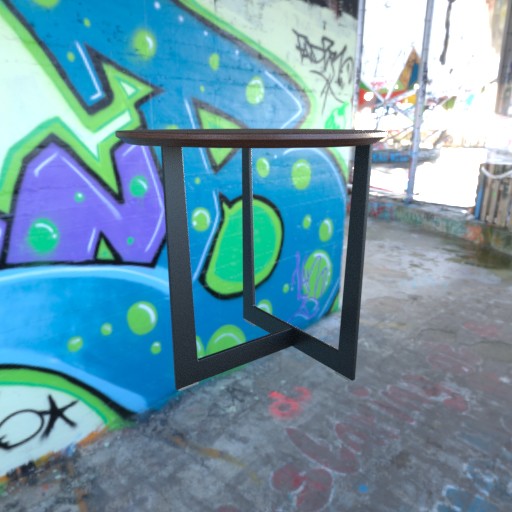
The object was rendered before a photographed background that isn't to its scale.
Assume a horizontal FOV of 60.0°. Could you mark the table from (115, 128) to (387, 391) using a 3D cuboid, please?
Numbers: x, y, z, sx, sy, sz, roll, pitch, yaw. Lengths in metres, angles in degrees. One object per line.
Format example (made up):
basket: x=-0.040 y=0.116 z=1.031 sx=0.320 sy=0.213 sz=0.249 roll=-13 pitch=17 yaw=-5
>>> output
table: x=0.000 y=0.000 z=0.873 sx=0.477 sy=0.476 sz=0.494 roll=15 pitch=22 yaw=40
